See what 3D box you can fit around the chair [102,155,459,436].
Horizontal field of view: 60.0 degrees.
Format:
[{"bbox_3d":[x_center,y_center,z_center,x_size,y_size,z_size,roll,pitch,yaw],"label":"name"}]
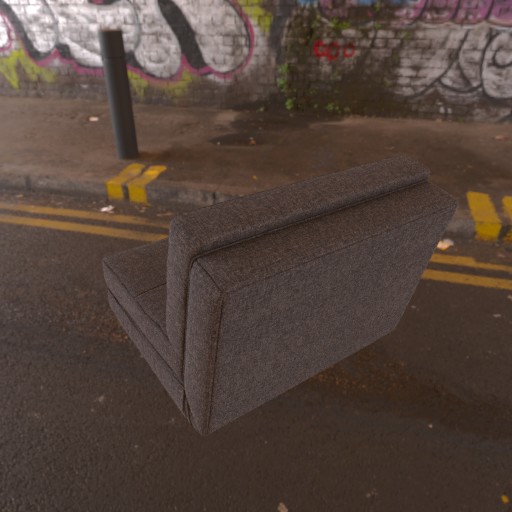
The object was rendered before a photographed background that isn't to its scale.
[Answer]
[{"bbox_3d":[0.000,0.000,1.342,0.740,0.615,0.800,-20,36,-30],"label":"chair"}]
